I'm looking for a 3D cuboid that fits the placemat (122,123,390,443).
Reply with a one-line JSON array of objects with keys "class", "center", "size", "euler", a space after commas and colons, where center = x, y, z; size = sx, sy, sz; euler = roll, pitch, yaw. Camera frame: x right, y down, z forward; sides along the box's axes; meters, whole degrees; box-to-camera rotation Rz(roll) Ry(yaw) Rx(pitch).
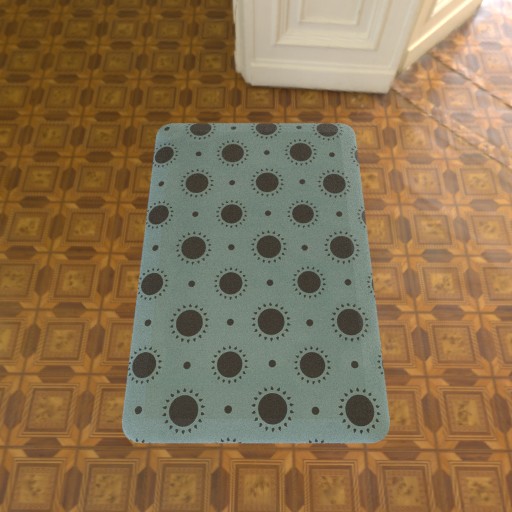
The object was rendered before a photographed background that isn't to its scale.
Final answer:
[{"class": "placemat", "center": [0.000, 0.000, 0.979], "size": [0.508, 0.021, 0.762], "euler": [0, 65, 0]}]
